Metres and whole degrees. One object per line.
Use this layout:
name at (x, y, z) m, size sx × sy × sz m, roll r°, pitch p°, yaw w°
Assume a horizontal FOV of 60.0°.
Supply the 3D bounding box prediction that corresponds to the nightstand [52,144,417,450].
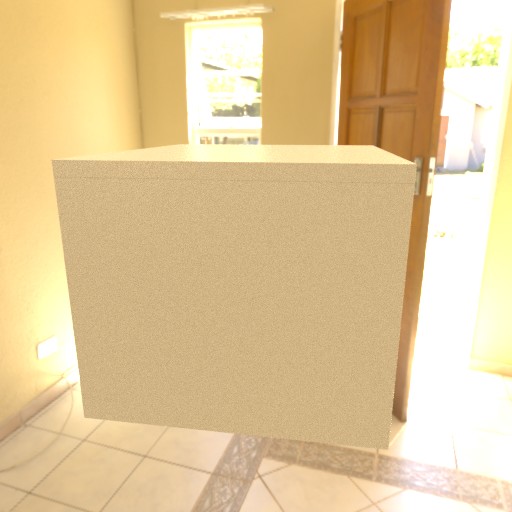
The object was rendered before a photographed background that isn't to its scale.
nightstand at (0.000, 0.000, 0.757) m, size 0.408 × 0.351 × 0.470 m, roll 3°, pitch 16°, yaw 9°
